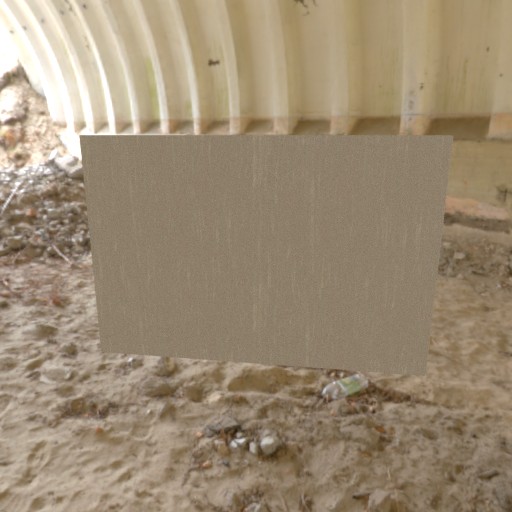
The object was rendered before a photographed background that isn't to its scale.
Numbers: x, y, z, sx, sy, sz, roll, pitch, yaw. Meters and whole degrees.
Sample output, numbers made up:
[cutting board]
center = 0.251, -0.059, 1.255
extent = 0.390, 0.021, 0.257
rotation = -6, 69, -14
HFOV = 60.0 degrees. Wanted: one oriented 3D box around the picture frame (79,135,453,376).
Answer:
[picture frame]
center = 0.000, 0.000, 1.217
extent = 0.950, 0.640, 0.029
rotation = 2, 16, 8
